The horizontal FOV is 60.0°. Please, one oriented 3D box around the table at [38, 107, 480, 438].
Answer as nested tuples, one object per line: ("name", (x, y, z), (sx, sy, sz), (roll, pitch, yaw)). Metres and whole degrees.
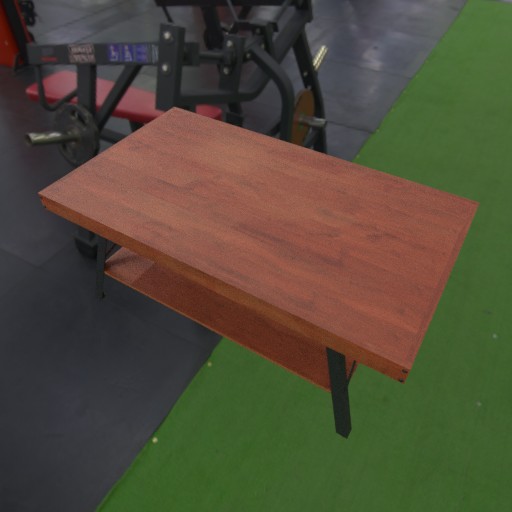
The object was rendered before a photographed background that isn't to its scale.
("table", (0.000, 0.000, 1.392), (1.067, 0.457, 0.610), (24, 50, 22))
